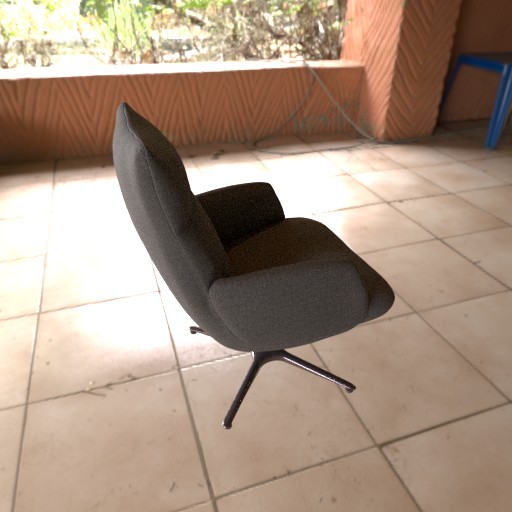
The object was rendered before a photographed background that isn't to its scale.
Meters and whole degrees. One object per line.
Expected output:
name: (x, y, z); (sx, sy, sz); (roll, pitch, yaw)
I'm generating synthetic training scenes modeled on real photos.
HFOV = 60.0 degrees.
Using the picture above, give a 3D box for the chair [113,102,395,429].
chair: (0.000, 0.000, 1.535); (0.831, 0.984, 0.702); (-10, 32, -17)
